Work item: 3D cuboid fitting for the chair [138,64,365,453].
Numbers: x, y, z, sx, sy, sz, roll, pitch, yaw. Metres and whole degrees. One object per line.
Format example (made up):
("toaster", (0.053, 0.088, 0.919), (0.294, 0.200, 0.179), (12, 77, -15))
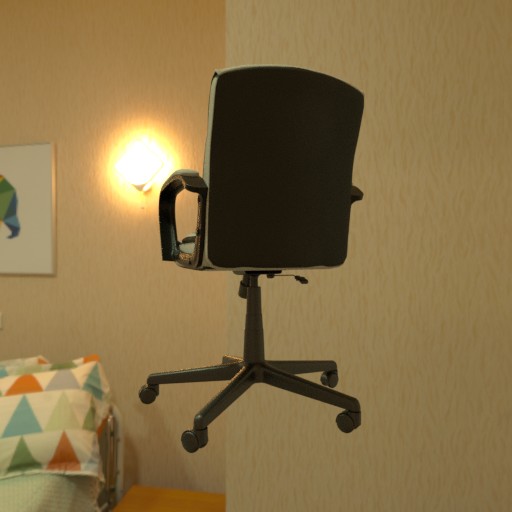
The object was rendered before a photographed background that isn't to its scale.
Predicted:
("chair", (0.000, 0.000, 1.483), (0.739, 1.004, 0.717), (0, 1, -20))
